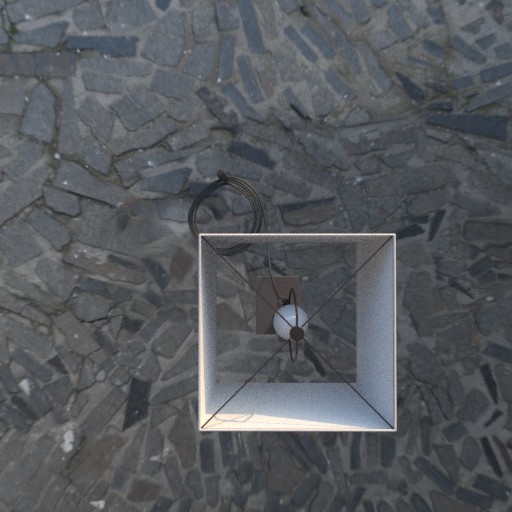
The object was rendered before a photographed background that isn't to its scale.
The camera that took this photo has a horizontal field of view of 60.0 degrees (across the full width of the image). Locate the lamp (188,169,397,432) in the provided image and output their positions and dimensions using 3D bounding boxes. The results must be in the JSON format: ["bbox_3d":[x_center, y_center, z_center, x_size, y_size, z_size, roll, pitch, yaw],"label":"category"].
[{"bbox_3d":[0.000,0.000,0.957,0.399,0.660,0.504,0,89,0],"label":"lamp"}]
